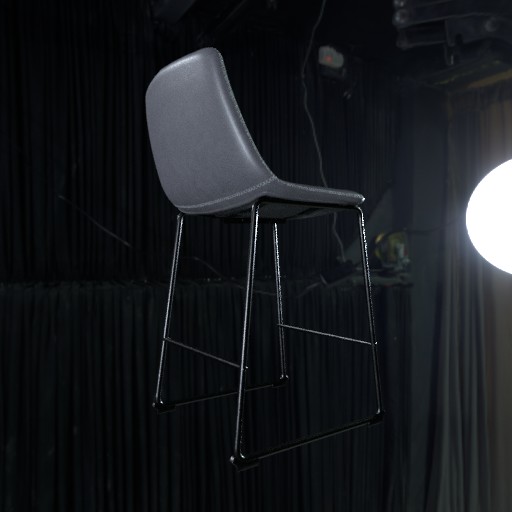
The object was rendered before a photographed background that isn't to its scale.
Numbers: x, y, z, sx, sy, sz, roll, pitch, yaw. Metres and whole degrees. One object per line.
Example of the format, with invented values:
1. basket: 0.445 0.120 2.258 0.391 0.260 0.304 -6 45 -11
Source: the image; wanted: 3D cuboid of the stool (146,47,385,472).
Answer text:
1. stool: 0.000 0.000 1.182 0.546 0.876 0.470 0 1 -36
